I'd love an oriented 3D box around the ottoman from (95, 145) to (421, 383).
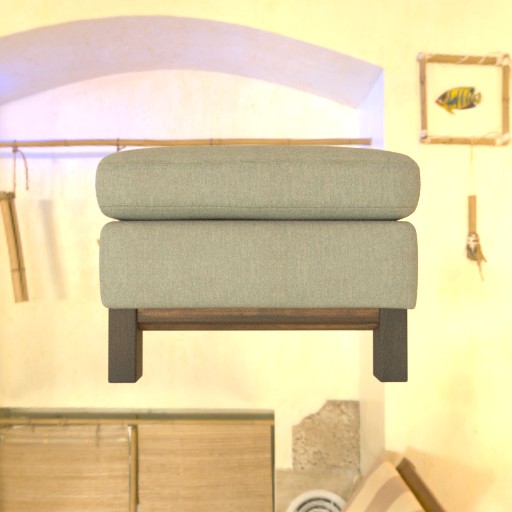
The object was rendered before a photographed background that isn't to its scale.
[{"bbox_3d":[0.000,0.000,1.025,0.528,0.404,0.735,0,-1,-1],"label":"ottoman"}]
